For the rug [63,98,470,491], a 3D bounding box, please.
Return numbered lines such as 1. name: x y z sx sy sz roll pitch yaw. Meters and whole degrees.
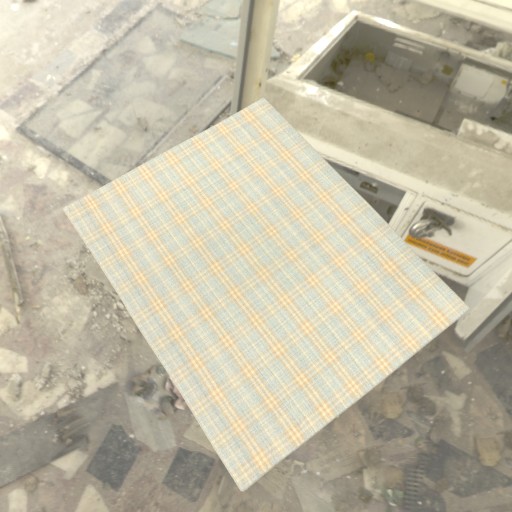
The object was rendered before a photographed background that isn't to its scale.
1. rug: 0.000 0.000 4.126 2.462 0.030 3.066 -33 69 -14
